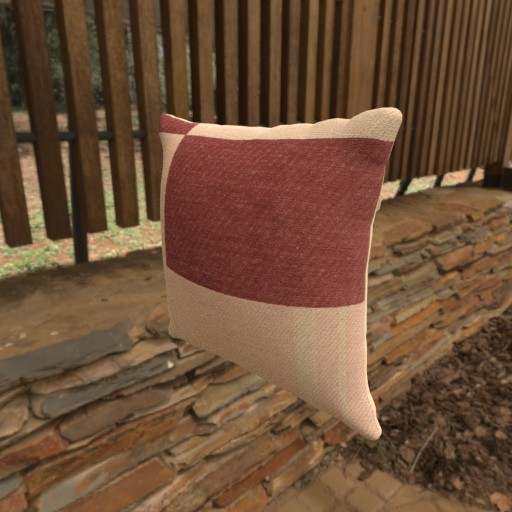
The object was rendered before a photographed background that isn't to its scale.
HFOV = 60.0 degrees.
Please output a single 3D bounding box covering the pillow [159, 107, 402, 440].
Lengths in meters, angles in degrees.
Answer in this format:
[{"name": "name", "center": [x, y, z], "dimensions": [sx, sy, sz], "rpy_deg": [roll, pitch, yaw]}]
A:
[{"name": "pillow", "center": [0.000, 0.000, 0.802], "dimensions": [0.536, 0.506, 0.229], "rpy_deg": [16, 24, 40]}]
